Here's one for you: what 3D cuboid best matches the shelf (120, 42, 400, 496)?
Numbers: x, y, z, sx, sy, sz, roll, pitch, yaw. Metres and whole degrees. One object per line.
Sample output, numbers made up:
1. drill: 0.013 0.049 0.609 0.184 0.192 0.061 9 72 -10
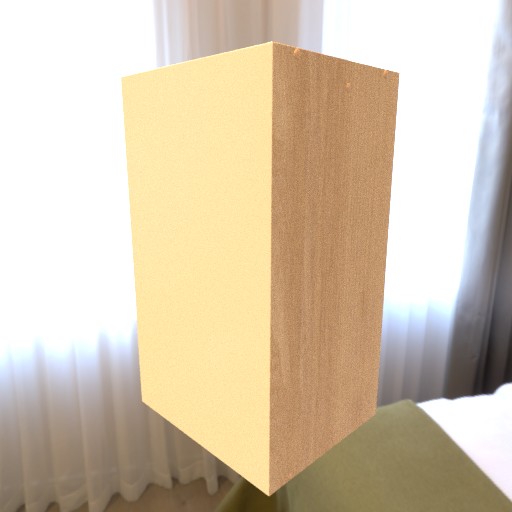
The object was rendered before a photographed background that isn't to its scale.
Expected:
1. shelf: 0.000 0.000 0.783 0.290 0.600 0.350 -13 19 -43
